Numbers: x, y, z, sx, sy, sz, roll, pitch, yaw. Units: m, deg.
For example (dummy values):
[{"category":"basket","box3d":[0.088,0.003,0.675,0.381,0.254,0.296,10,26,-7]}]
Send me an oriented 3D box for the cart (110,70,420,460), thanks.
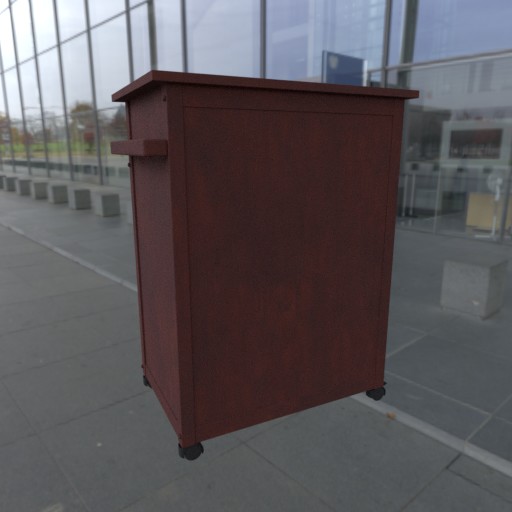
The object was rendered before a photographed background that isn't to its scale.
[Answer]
[{"category":"cart","box3d":[0.000,0.000,1.240,0.683,0.864,0.442,-7,15,-26]}]
